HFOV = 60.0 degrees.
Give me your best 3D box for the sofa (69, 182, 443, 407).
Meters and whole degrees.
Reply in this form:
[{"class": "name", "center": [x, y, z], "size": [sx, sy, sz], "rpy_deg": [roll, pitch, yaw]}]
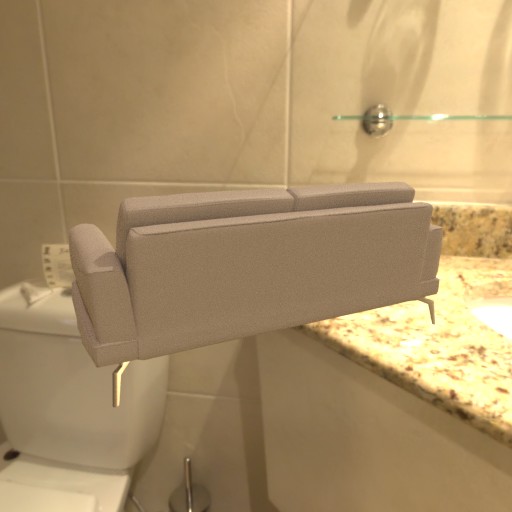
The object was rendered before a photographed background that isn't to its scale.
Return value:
[{"class": "sofa", "center": [0.000, 0.000, 2.801], "size": [2.177, 0.930, 1.121], "rpy_deg": [-8, 17, -26]}]
